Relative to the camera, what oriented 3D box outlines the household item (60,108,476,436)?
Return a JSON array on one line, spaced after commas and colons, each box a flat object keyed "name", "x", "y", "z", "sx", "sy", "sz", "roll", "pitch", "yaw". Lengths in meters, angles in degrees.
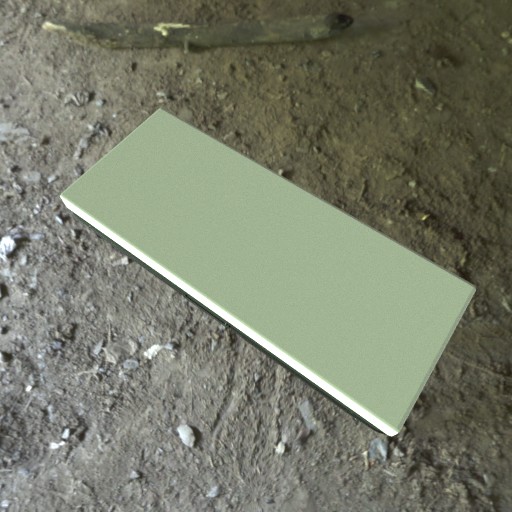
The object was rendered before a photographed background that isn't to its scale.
[{"name": "household item", "x": 0.000, "y": 0.000, "z": 2.204, "sx": 1.905, "sy": 0.356, "sz": 0.787, "roll": 33, "pitch": 66, "yaw": 16}]
